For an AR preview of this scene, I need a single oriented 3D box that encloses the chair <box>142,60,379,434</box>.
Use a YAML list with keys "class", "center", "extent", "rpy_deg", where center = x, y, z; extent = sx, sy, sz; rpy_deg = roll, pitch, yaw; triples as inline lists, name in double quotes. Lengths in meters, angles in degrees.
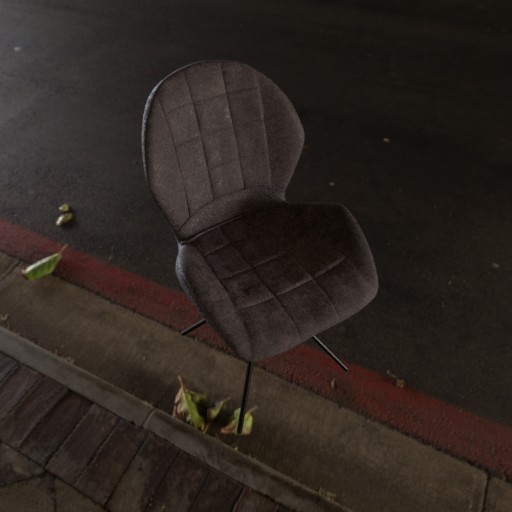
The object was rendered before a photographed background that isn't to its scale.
- class: "chair"
  center: [0.000, 0.000, 1.317]
  extent: [0.527, 0.934, 0.640]
  rpy_deg: [-23, 50, -21]
